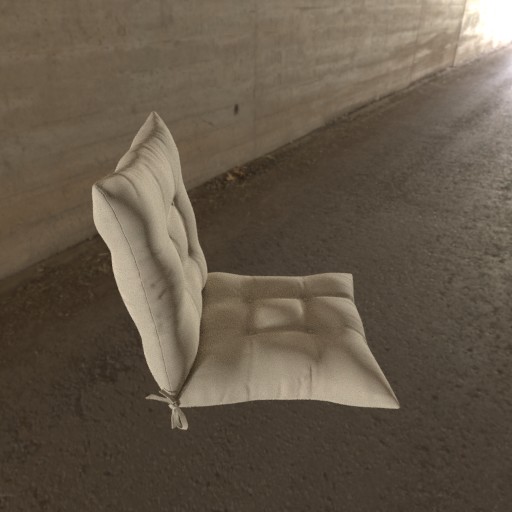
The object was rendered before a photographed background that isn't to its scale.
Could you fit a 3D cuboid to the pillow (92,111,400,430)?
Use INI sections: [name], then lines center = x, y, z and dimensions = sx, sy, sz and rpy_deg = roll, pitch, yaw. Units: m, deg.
[pillow]
center = 0.000, 0.000, 1.003
dimensions = 0.585, 0.536, 0.541
rpy_deg = 0, 30, -1
